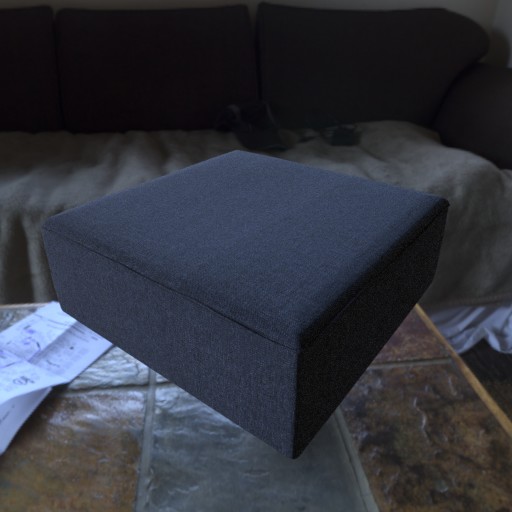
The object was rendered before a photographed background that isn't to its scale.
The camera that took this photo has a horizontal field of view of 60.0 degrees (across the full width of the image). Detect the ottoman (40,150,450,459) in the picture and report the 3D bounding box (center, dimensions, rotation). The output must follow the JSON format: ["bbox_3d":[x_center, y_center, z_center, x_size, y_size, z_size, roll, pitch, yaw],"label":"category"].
[{"bbox_3d":[0.000,0.000,1.580,1.017,0.423,1.023,21,36,32],"label":"ottoman"}]
